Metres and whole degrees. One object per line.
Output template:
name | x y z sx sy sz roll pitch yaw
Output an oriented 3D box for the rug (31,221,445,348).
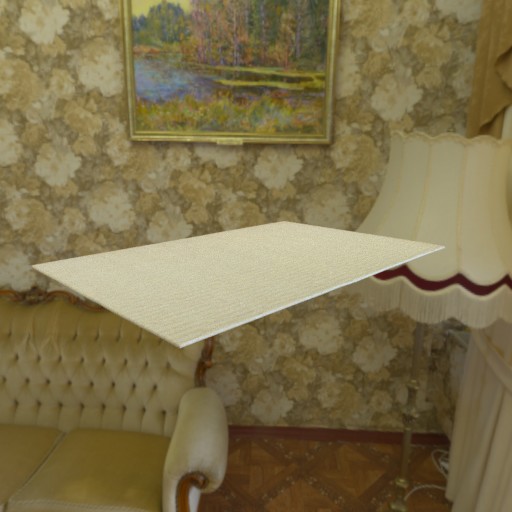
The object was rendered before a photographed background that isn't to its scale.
rug | 0.000 0.000 2.337 1.848 0.014 1.238 -14 19 -43
